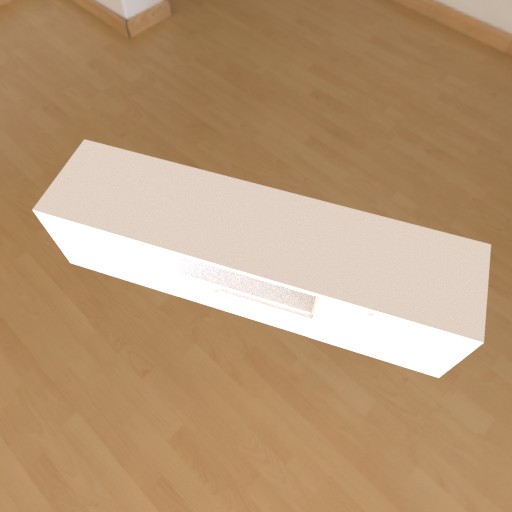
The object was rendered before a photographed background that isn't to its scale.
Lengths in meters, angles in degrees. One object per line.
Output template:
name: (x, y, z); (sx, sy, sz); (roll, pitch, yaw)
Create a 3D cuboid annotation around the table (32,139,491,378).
table: (0.000, 0.000, 1.811); (1.650, 0.420, 0.390); (16, 60, 9)
